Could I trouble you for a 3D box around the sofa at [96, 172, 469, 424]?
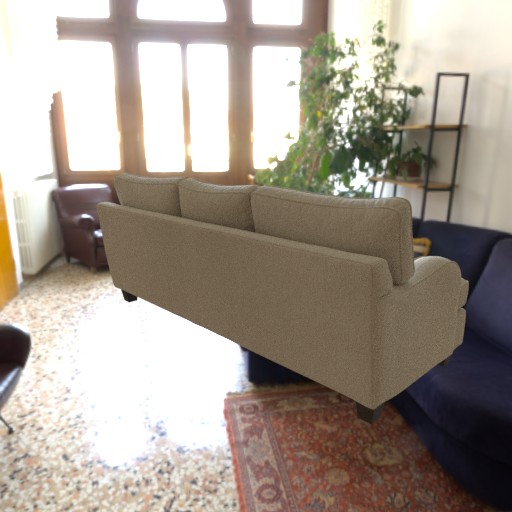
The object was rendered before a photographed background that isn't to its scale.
[{"bbox_3d":[0.000,0.000,2.824,1.016,0.991,2.323,-14,20,-43],"label":"sofa"}]
